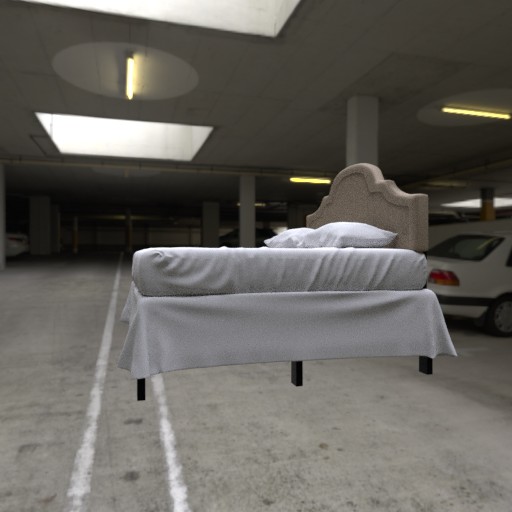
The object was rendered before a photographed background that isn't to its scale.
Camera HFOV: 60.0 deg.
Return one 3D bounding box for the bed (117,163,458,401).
[{"bbox_3d":[0.000,0.000,3.742,2.222,1.631,2.303,0,0,-16],"label":"bed"}]
